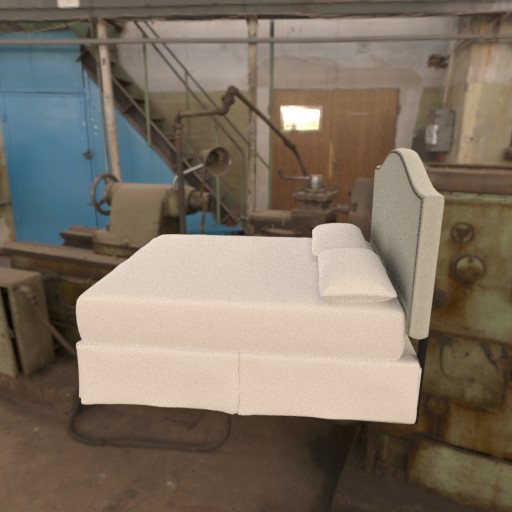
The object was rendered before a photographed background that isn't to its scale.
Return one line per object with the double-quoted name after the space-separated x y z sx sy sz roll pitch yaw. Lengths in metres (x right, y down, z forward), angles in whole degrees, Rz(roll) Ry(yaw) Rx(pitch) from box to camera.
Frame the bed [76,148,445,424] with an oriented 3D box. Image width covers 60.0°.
0.000 0.000 3.377 2.180 1.607 1.813 2 17 6 "bed"
